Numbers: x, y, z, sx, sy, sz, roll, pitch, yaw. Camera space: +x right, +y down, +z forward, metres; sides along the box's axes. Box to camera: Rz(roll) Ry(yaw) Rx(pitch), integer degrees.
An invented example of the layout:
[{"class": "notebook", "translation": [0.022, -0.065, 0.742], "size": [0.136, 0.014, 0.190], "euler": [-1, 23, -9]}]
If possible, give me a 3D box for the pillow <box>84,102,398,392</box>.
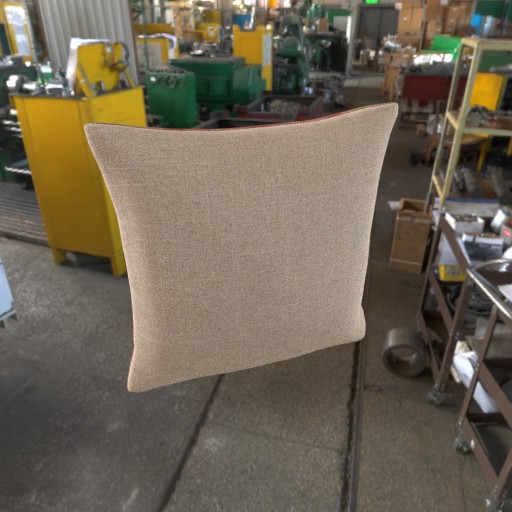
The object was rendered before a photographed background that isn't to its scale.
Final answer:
[{"class": "pillow", "translation": [0.000, 0.000, 0.796], "size": [0.511, 0.503, 0.182], "euler": [-9, 29, -17]}]
